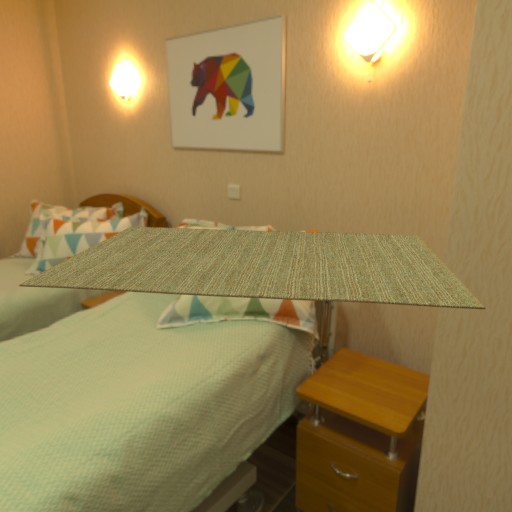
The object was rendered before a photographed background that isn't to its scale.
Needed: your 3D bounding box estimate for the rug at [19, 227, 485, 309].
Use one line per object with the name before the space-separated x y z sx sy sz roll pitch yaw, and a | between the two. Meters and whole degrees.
rug | 0.000 0.000 3.027 2.448 0.012 1.540 2 16 7
